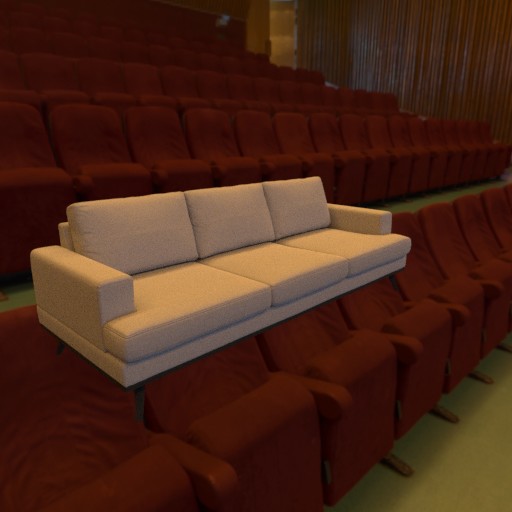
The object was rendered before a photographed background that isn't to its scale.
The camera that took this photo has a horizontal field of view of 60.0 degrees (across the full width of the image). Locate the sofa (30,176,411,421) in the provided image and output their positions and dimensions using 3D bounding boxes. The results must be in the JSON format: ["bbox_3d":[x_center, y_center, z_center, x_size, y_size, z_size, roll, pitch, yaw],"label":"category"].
[{"bbox_3d":[0.000,0.000,2.727,0.920,0.810,2.310,15,21,43],"label":"sofa"}]
